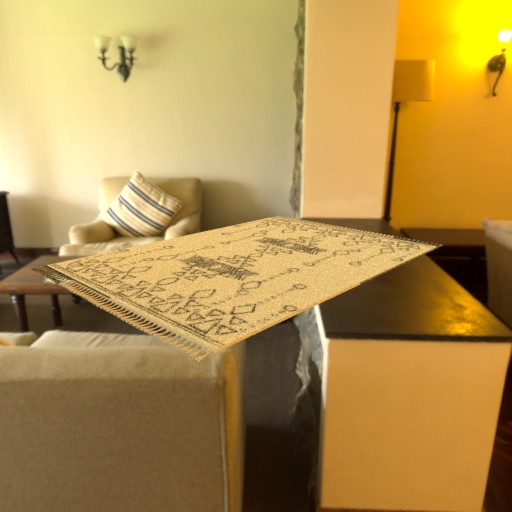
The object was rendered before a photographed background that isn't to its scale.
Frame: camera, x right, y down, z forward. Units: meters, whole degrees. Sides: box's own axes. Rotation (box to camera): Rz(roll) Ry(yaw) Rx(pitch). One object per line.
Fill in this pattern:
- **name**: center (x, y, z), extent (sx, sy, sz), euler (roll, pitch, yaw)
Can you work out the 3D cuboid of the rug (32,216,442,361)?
- **rug**: center (0.000, 0.000, 2.982), extent (1.600, 0.013, 2.312), euler (15, 22, 41)
